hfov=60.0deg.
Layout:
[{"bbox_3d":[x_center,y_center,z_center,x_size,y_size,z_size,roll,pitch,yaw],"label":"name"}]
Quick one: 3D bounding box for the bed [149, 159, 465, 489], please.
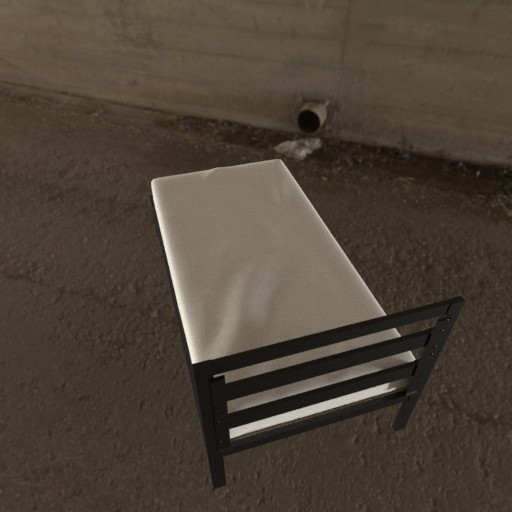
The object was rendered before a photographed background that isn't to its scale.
[{"bbox_3d":[0.000,0.000,2.484,0.991,0.967,1.930,-12,44,-12],"label":"bed"}]
